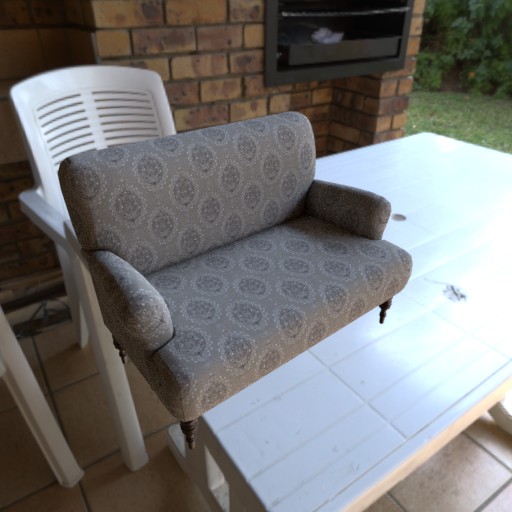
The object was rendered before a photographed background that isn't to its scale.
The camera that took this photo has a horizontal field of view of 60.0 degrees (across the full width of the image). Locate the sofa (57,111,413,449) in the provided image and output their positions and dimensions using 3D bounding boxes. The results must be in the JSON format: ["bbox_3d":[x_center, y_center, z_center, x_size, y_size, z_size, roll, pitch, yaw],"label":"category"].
[{"bbox_3d":[0.000,0.000,1.830,1.297,0.889,0.779,-23,38,-33],"label":"sofa"}]
